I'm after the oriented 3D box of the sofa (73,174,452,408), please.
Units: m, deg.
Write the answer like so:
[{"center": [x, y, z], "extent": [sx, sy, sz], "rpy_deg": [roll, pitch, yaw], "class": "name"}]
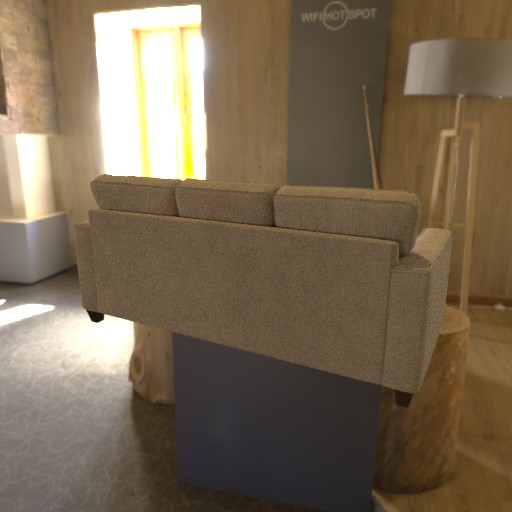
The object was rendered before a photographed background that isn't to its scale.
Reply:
[{"center": [0.000, 0.000, 2.709], "extent": [2.133, 0.965, 0.939], "rpy_deg": [8, 17, 27], "class": "sofa"}]
